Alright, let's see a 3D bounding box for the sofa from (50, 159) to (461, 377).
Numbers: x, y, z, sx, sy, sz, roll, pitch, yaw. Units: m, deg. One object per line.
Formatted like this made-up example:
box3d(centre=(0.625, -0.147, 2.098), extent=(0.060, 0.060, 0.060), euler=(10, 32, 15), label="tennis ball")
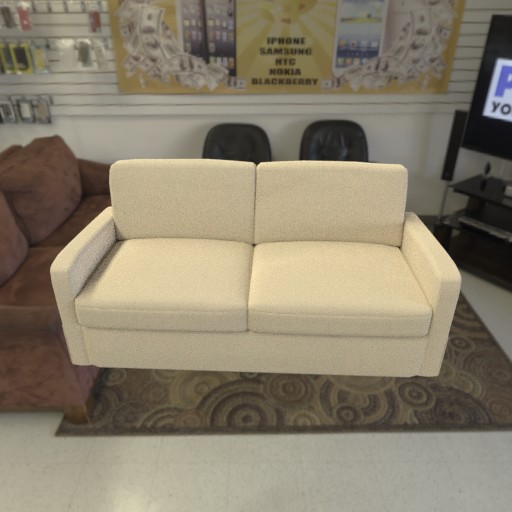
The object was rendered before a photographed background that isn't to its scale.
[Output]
box3d(centre=(0.000, 0.000, 2.325), extent=(1.808, 0.831, 0.894), euler=(1, 30, 2), label="sofa")
